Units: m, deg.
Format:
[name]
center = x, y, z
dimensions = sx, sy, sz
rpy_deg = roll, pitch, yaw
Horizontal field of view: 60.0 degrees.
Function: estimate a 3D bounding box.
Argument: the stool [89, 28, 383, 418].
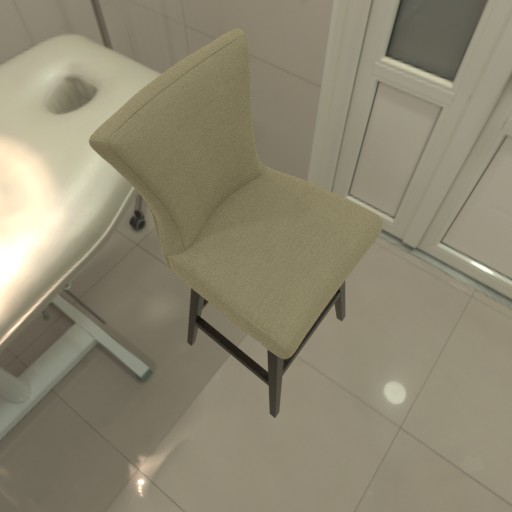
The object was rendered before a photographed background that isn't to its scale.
[stool]
center = 0.000, 0.000, 1.390
dimensions = 0.574, 1.086, 0.514
rpy_deg = 32, 63, 19
